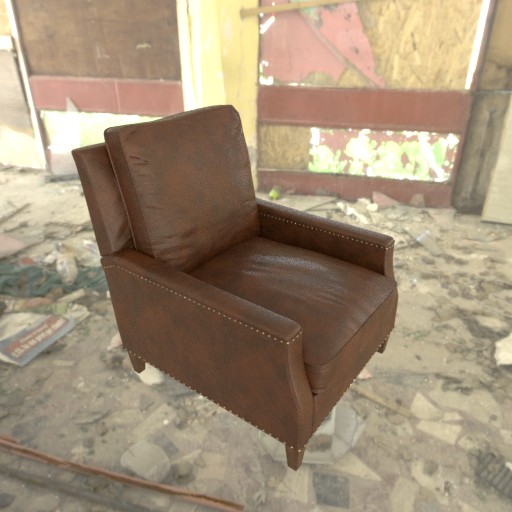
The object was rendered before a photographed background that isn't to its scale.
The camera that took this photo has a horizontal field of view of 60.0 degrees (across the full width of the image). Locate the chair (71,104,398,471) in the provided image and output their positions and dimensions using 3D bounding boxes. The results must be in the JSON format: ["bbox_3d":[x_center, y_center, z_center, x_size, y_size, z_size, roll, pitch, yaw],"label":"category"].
[{"bbox_3d":[0.000,0.000,1.816,1.035,1.054,0.854,19,33,32],"label":"chair"}]
